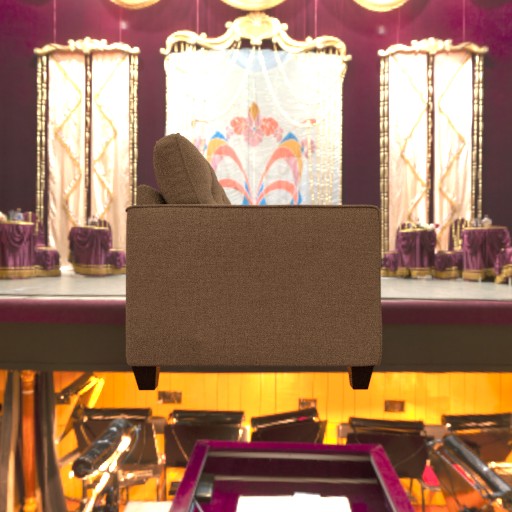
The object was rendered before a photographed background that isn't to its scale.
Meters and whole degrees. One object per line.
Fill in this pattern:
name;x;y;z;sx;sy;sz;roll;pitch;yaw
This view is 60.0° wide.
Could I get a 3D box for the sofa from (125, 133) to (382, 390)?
sofa;0.000;0.000;2.618;0.939;0.965;2.133;0;0;0
